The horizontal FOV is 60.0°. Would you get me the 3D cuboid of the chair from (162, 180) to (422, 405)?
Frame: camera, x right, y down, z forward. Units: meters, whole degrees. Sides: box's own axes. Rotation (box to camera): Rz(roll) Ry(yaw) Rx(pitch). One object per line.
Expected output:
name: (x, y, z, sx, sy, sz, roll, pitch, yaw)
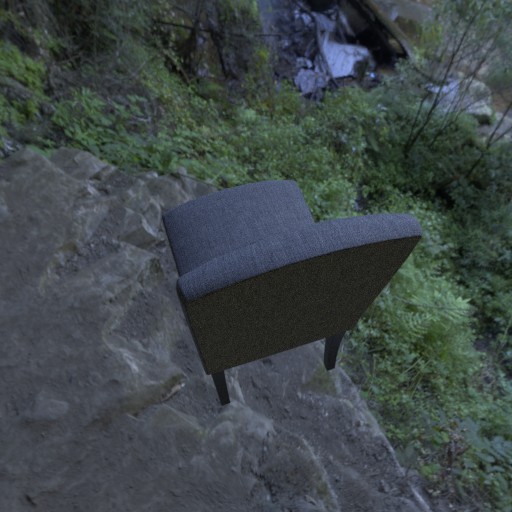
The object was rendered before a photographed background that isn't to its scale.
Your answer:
chair: (0.000, 0.000, 1.242, 0.451, 0.917, 0.580, -16, 60, -9)
